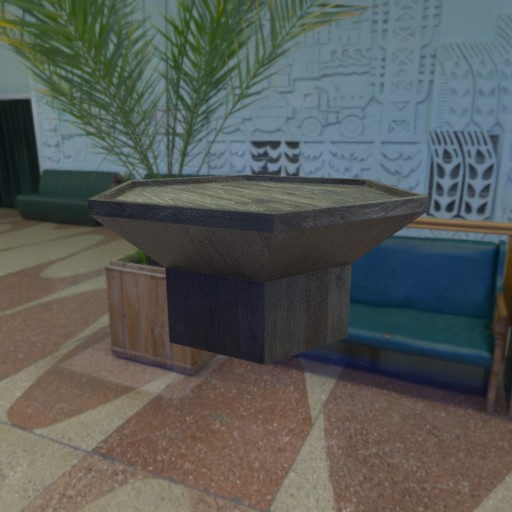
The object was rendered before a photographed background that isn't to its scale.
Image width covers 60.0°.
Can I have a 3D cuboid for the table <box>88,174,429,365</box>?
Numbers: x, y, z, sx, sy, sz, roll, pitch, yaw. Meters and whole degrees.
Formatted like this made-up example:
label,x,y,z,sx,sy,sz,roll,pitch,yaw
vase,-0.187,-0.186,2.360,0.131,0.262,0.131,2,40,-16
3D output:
label,x,y,z,sx,sy,sz,roll,pitch,yaw
table,0.000,0.000,1.578,1.115,0.488,0.966,7,16,25
